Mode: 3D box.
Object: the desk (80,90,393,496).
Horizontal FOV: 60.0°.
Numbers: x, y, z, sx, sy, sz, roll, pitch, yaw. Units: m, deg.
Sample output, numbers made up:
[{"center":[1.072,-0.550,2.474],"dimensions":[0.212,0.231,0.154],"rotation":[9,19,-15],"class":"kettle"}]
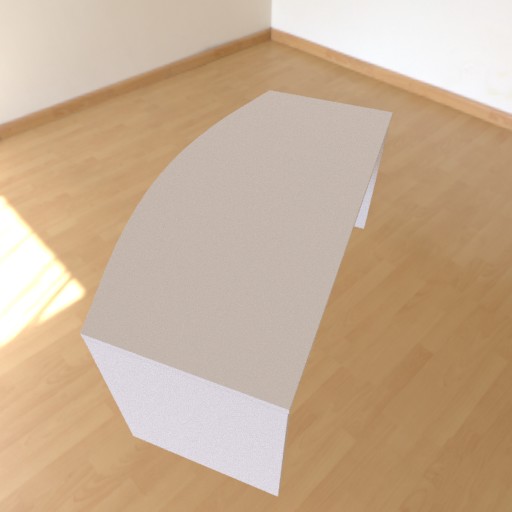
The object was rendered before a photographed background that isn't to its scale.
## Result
[{"center":[0.000,0.000,2.004],"dimensions":[0.802,0.750,1.600],"rotation":[16,49,14],"class":"desk"}]
